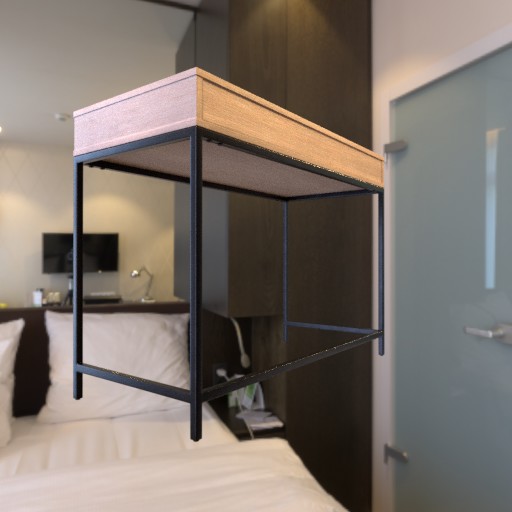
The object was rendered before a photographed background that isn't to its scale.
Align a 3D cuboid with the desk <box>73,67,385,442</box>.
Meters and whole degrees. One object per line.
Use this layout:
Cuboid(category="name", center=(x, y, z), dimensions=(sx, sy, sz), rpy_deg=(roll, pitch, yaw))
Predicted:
Cuboid(category="desk", center=(0.000, 0.000, 1.443), dimensions=(0.470, 0.762, 1.016), rpy_deg=(0, 0, 37))
